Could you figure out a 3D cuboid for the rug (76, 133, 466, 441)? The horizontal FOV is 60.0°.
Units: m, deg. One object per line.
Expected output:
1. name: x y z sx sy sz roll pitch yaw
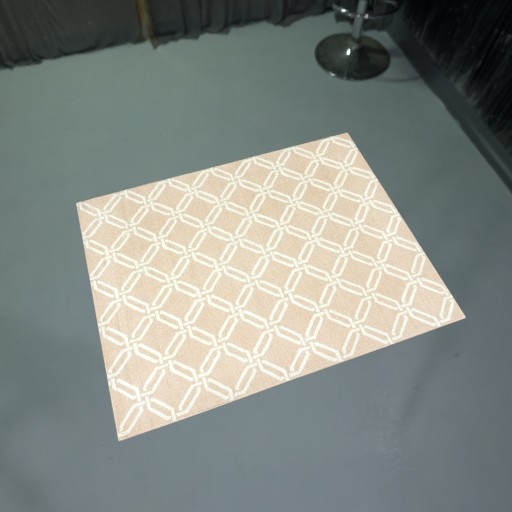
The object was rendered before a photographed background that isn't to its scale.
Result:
1. rug: 0.000 0.000 3.992 2.895 0.018 2.288 -17 60 -10
